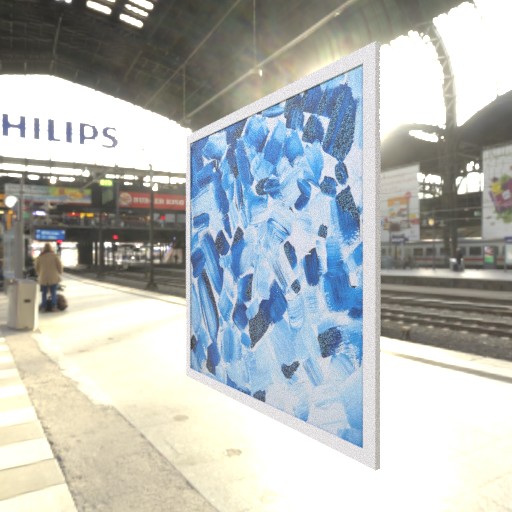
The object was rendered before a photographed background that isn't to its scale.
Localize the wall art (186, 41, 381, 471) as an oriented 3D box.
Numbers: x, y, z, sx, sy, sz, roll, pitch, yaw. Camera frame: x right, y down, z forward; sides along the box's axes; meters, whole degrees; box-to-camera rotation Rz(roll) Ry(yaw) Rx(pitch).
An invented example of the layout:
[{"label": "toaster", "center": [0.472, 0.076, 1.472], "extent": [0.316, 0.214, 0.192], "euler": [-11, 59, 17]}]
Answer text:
[{"label": "wall art", "center": [0.000, 0.000, 1.175], "extent": [0.015, 0.812, 0.812], "euler": [0, 0, -35]}]
